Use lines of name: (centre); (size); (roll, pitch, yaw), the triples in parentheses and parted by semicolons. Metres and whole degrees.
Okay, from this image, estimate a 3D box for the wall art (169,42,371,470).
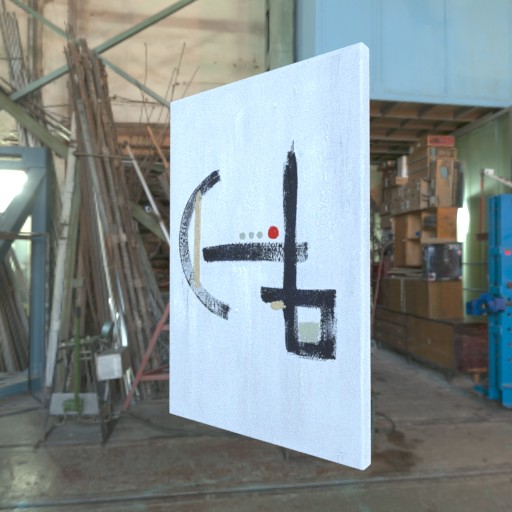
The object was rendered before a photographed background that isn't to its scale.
wall art: (0.000, 0.000, 1.141); (0.602, 0.916, 0.048); (-1, -1, 37)
